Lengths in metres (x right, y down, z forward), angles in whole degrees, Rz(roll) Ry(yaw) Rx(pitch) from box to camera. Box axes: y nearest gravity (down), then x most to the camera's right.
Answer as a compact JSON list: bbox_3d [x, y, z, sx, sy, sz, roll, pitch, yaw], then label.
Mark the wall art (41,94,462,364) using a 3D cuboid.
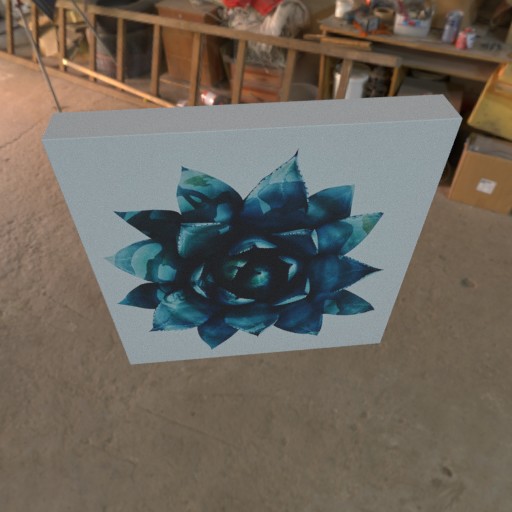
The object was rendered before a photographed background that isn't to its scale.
[{"bbox_3d":[0.000,0.000,0.442,0.305,0.305,0.038,-4,46,-4],"label":"wall art"}]
